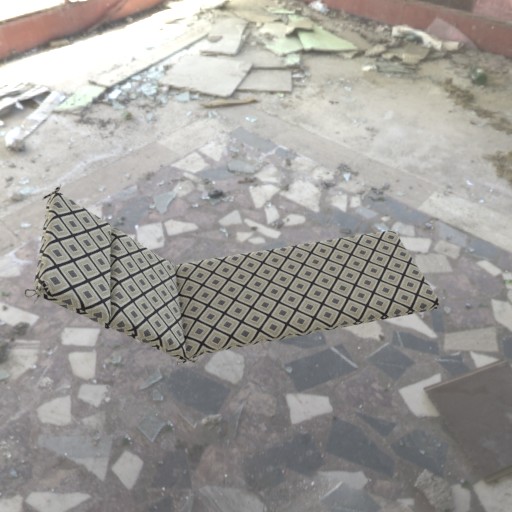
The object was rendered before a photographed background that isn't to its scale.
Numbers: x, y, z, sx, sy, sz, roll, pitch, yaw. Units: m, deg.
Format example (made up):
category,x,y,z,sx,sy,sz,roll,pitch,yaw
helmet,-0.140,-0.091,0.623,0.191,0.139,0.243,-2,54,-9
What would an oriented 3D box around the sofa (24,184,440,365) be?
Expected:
category,x,y,z,sx,sy,sz,roll,pitch,yaw
sofa,0.000,0.000,1.941,1.663,0.622,0.582,-9,47,-9
